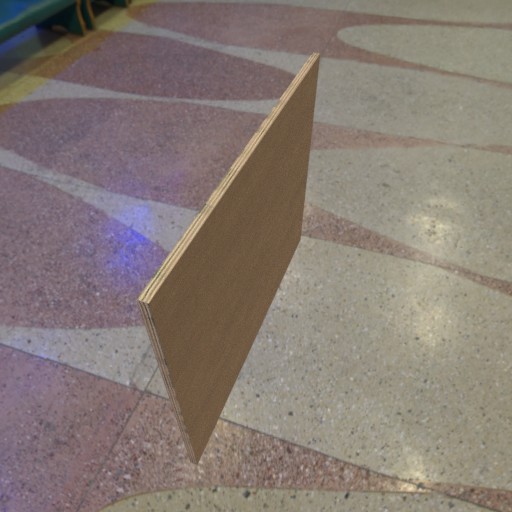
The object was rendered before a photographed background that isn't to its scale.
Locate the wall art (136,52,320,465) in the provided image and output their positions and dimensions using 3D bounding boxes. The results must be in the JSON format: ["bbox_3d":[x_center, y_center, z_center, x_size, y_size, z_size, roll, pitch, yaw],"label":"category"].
[{"bbox_3d":[0.000,0.000,0.674,0.012,0.408,0.508,16,50,14],"label":"wall art"}]
